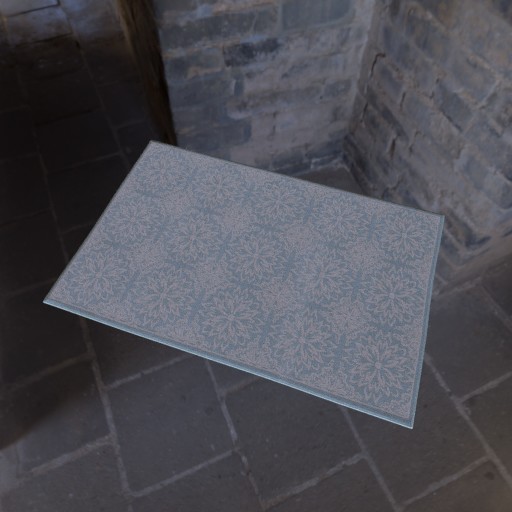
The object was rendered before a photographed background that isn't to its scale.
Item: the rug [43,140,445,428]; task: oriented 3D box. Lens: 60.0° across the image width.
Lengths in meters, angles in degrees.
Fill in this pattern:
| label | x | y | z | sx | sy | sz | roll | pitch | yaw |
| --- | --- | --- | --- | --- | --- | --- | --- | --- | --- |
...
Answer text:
| label | x | y | z | sx | sy | sz | roll | pitch | yaw |
| --- | --- | --- | --- | --- | --- | --- | --- | --- | --- |
| rug | 0.000 | 0.000 | 3.531 | 2.746 | 0.018 | 1.819 | 16 | 59 | 10 |
